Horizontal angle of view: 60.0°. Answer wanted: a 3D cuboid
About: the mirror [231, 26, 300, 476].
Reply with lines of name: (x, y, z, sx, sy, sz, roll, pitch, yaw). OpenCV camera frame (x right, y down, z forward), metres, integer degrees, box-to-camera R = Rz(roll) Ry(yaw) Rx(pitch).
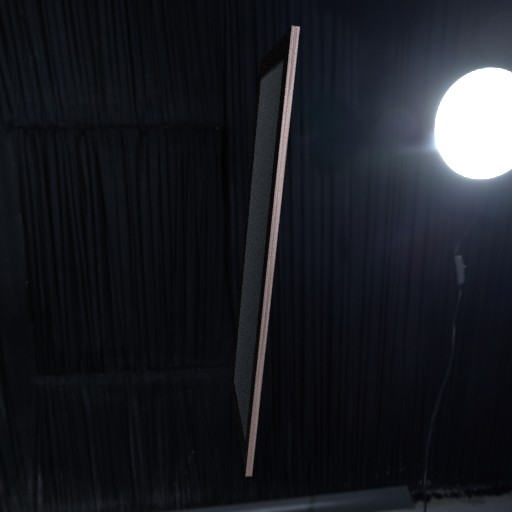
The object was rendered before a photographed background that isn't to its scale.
mirror: (0.000, 0.000, 2.325, 0.221, 2.020, 0.812, -2, 15, -8)
